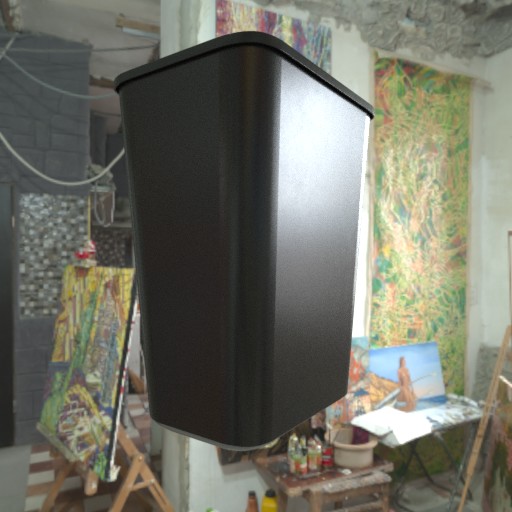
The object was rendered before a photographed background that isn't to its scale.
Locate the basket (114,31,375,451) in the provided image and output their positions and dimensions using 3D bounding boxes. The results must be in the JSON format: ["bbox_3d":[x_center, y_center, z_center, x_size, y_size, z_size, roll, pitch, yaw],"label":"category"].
[{"bbox_3d":[0.000,0.000,0.733,0.287,0.521,0.394,0,1,36],"label":"basket"}]
